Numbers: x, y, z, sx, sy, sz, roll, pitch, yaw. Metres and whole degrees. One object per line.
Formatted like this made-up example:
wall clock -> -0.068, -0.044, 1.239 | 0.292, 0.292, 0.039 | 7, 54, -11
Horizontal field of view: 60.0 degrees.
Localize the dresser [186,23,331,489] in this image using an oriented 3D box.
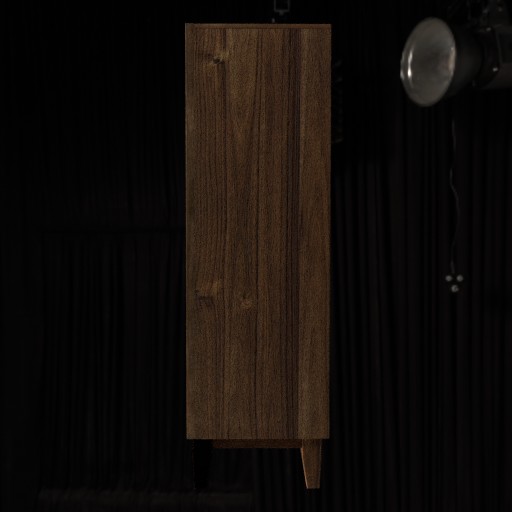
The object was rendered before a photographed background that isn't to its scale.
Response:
dresser -> 0.000, 0.000, 1.852 | 0.442, 1.393, 1.062 | 0, 1, 0
